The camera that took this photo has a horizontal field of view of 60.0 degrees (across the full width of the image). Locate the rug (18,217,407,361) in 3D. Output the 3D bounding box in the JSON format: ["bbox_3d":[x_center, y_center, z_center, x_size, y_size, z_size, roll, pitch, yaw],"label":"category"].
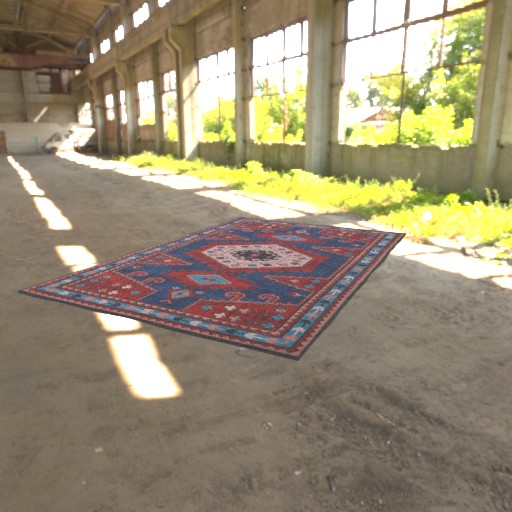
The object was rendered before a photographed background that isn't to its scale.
[{"bbox_3d":[0.000,0.000,2.274,1.207,0.012,1.820,8,17,26],"label":"rug"}]
